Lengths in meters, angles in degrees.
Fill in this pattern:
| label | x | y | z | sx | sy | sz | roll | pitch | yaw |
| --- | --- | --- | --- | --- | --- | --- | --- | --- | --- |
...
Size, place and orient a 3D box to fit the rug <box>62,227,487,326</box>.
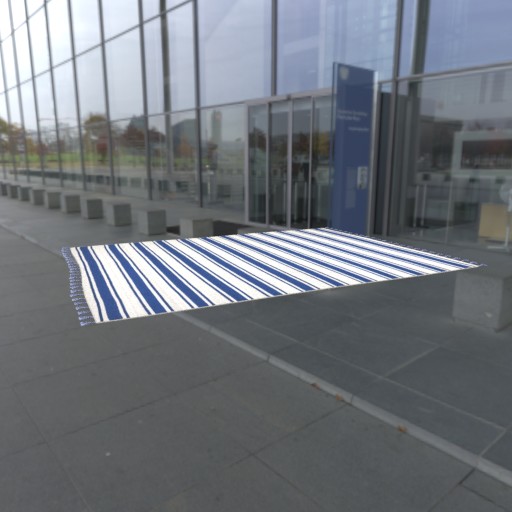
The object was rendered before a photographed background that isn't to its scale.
| label | x | y | z | sx | sy | sz | roll | pitch | yaw |
| --- | --- | --- | --- | --- | --- | --- | --- | --- | --- |
| rug | 0.000 | 0.000 | 4.312 | 3.416 | 0.016 | 2.471 | -6 | 14 | -25 |
